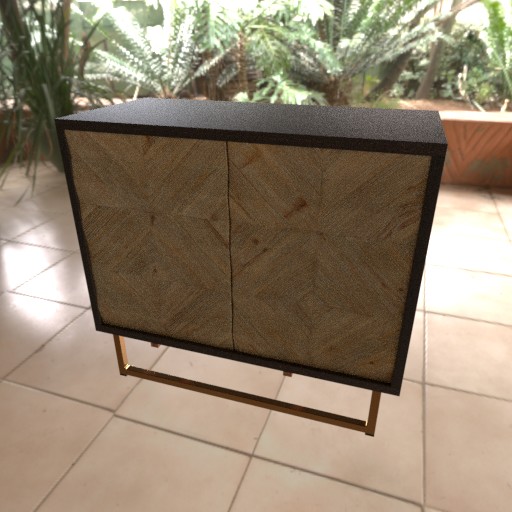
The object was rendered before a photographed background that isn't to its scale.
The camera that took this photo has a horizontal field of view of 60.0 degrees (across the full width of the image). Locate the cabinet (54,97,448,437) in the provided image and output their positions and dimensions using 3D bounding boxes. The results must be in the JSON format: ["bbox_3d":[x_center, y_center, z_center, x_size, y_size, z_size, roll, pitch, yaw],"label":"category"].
[{"bbox_3d":[0.000,0.000,1.397,0.950,0.860,0.451,8,28,16],"label":"cabinet"}]
